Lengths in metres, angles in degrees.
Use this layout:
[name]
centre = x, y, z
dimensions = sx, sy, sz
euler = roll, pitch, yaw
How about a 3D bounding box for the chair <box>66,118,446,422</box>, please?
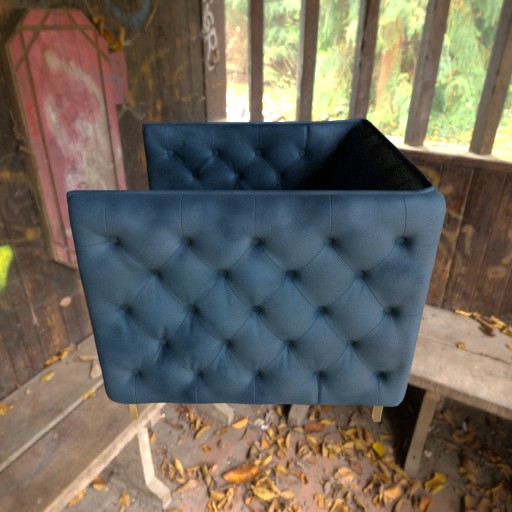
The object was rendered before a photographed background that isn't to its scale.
[chair]
centre = 0.000, 0.000, 1.510
dimensions = 0.877, 0.771, 0.868
euler = 0, 29, 1
